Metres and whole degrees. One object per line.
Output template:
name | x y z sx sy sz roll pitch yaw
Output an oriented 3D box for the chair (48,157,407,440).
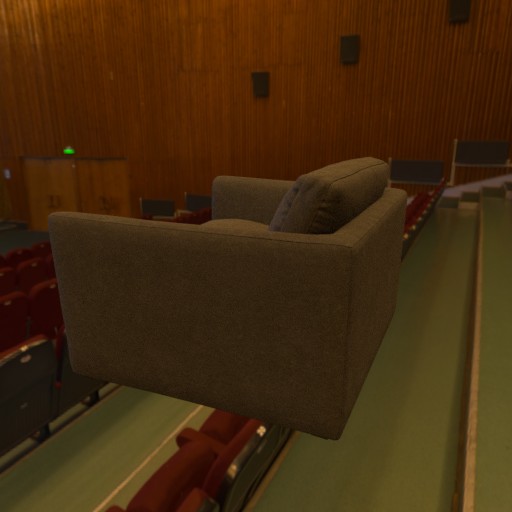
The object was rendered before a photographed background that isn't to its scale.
chair | 0.000 0.000 1.895 1.091 0.845 1.190 8 19 24
